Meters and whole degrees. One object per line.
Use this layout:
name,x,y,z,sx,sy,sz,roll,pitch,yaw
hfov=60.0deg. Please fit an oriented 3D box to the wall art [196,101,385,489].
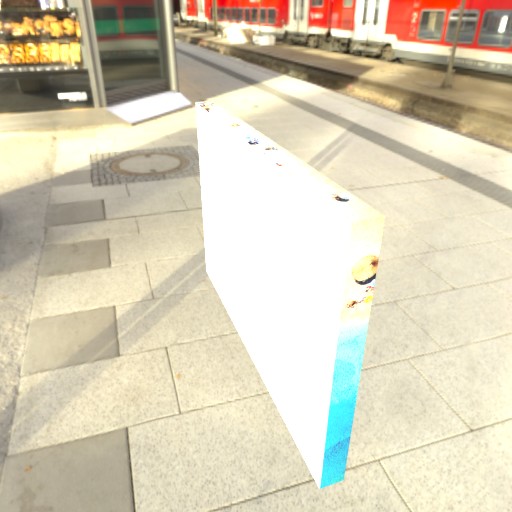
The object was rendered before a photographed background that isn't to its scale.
wall art,0.000,0.000,1.119,0.057,0.595,0.894,-10,31,-17
